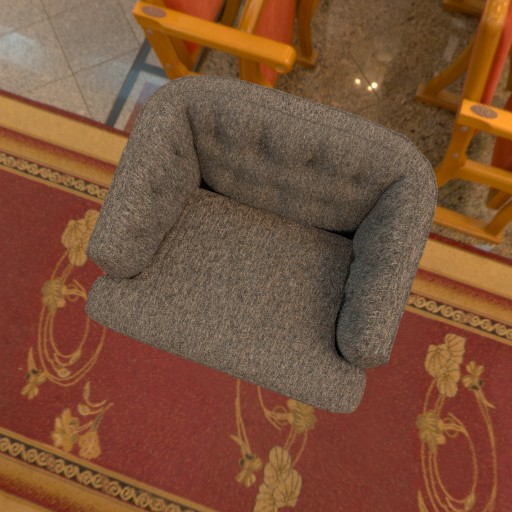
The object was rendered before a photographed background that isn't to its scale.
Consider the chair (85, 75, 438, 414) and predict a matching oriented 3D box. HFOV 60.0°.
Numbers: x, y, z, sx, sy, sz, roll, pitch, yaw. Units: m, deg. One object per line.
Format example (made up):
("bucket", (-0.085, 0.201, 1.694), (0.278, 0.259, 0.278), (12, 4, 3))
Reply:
("chair", (0.000, 0.000, 1.777), (1.104, 0.852, 0.941), (19, 75, 5))
